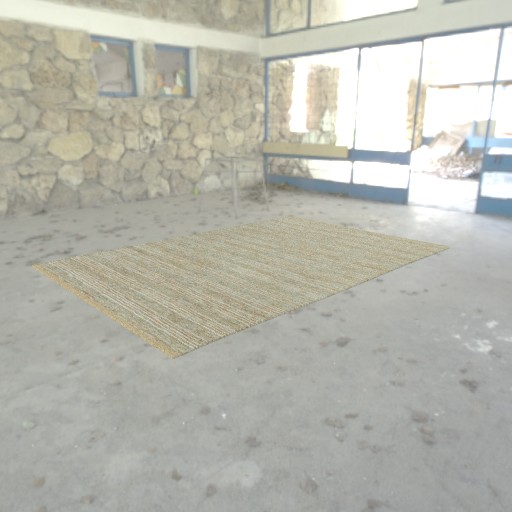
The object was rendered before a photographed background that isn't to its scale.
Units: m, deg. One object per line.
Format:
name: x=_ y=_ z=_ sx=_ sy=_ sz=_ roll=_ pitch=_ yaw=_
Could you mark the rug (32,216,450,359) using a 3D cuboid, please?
rug: x=0.000 y=0.000 z=2.314 sx=1.824 sy=0.010 sz=1.240 roll=-14 pitch=21 yaw=-41
